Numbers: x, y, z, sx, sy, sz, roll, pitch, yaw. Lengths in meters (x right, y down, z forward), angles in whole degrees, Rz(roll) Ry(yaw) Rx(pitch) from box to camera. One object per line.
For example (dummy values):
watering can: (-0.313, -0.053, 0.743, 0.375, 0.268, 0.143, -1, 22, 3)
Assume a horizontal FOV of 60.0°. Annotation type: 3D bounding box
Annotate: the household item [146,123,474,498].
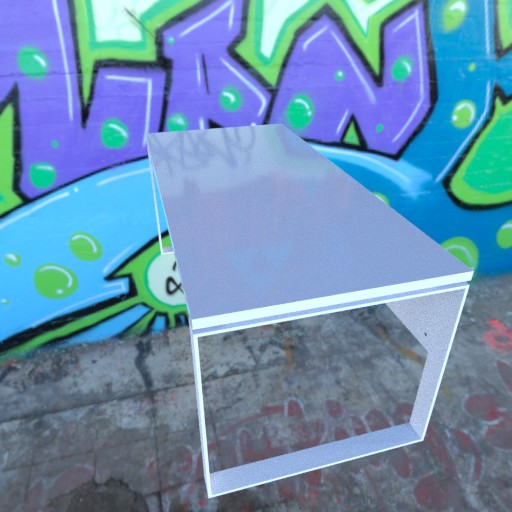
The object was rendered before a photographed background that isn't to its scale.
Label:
household item: (0.000, 0.000, 2.053, 0.800, 0.745, 1.700, -8, 32, -13)
